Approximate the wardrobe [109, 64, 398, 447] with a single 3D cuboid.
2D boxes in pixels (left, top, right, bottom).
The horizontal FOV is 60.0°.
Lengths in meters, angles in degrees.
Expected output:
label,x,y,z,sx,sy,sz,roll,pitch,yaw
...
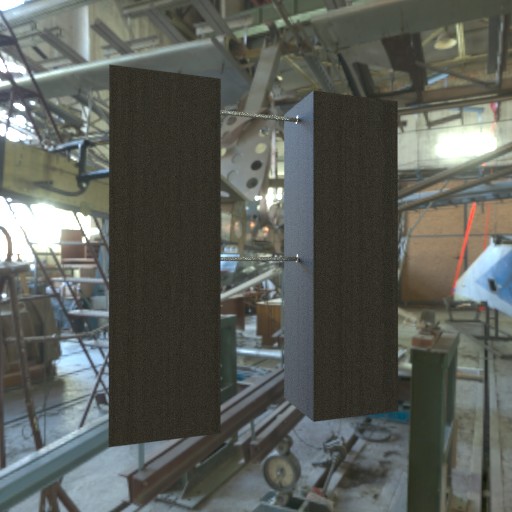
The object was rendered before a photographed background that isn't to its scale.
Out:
label,x,y,z,sx,sy,sz,roll,pitch,yaw
wardrobe,0.000,0.000,2.816,1.770,2.000,0.480,0,0,-18
